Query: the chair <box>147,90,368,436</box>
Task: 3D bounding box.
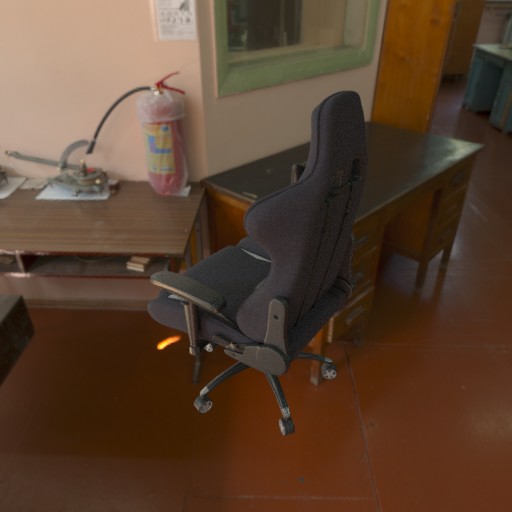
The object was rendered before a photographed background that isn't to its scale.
[{"bbox_3d":[0.000,0.000,1.737,0.695,1.300,0.730,21,38,30],"label":"chair"}]
